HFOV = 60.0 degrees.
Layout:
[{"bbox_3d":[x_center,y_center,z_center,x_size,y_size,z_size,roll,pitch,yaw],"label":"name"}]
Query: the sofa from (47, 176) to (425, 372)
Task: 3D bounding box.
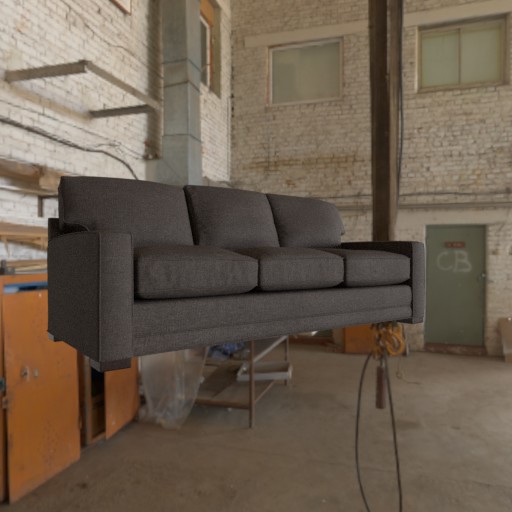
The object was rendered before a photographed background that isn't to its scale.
[{"bbox_3d":[0.000,0.000,2.932,2.369,0.978,1.004,0,0,-37],"label":"sofa"}]
